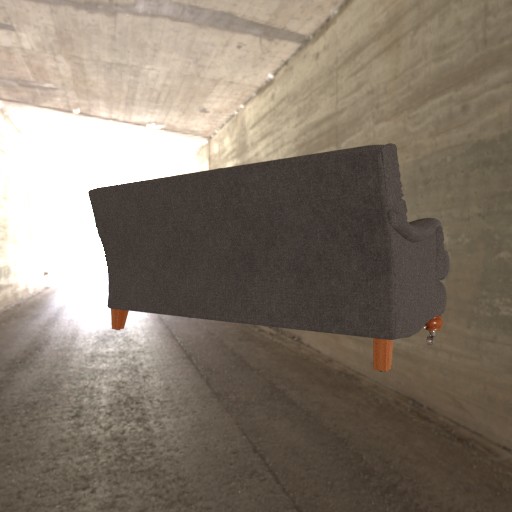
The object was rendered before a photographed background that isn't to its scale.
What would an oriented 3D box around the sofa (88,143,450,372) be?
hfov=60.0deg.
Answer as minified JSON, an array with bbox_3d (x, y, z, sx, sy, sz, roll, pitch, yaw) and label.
[{"bbox_3d":[0.000,0.000,2.865,2.160,1.054,1.087,0,0,36],"label":"sofa"}]
